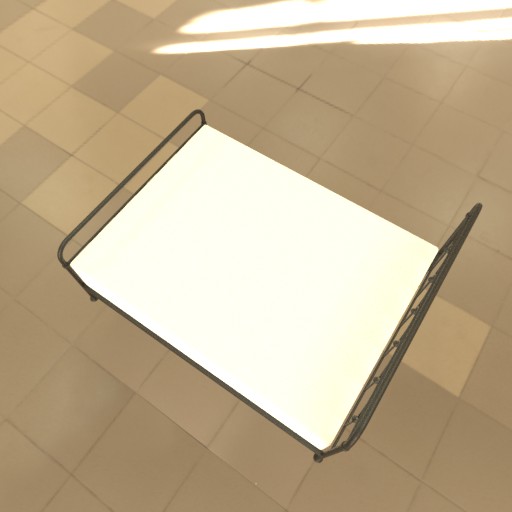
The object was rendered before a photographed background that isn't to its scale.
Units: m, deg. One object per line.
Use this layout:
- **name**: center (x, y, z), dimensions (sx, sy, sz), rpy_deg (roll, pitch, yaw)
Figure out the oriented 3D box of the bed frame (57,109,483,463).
- **bed frame**: center (0.000, 0.000, 3.110), dimensions (2.203, 1.276, 1.664), rpy_deg (31, 67, 15)
